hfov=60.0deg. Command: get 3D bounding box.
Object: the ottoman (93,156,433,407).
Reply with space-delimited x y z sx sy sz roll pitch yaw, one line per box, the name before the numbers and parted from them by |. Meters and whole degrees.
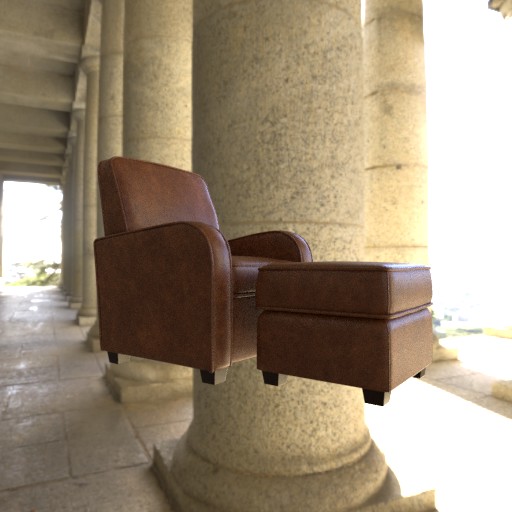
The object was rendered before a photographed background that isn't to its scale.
ottoman | 0.000 0.000 1.852 1.314 0.904 0.732 0 -1 36
